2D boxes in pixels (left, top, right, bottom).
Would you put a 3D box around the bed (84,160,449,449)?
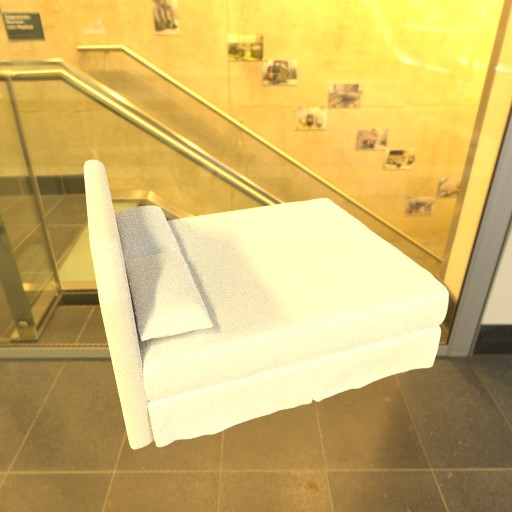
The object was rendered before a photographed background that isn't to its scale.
[{"bbox_3d":[0.000,0.000,3.856,2.548,1.524,2.134,-10,31,-17],"label":"bed"}]
